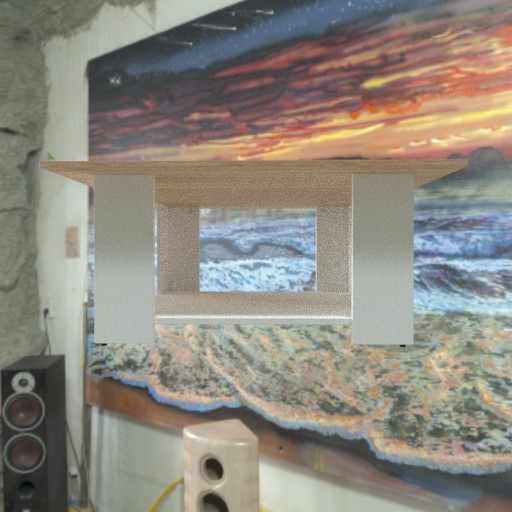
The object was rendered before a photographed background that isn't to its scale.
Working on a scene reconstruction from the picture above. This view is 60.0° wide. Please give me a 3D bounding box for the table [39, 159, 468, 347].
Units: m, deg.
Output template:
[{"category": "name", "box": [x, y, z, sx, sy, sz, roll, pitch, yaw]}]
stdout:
[{"category": "table", "box": [0.000, 0.000, 1.028, 0.670, 0.305, 0.670, 0, 1, 1]}]
